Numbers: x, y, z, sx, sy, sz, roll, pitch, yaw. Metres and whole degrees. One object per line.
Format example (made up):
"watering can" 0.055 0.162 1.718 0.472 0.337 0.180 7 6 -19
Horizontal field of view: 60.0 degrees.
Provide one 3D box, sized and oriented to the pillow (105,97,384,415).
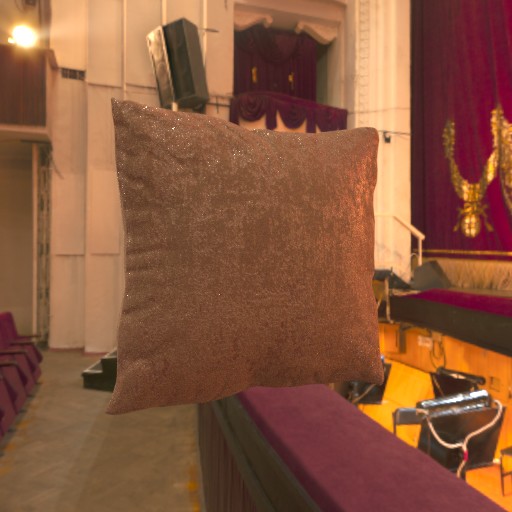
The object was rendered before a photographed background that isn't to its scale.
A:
"pillow" 0.000 0.000 0.703 0.450 0.448 0.245 0 -1 -18
